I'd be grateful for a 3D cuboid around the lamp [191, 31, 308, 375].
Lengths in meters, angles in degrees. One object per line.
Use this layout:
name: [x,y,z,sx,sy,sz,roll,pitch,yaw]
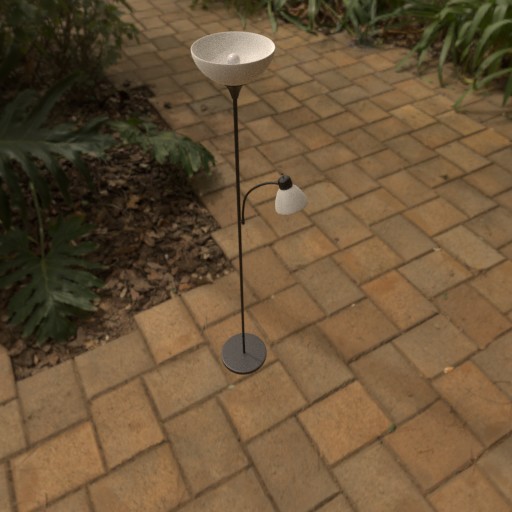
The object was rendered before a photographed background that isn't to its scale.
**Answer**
lamp: [0.000,0.000,2.019,0.442,1.804,0.279,24,50,22]
